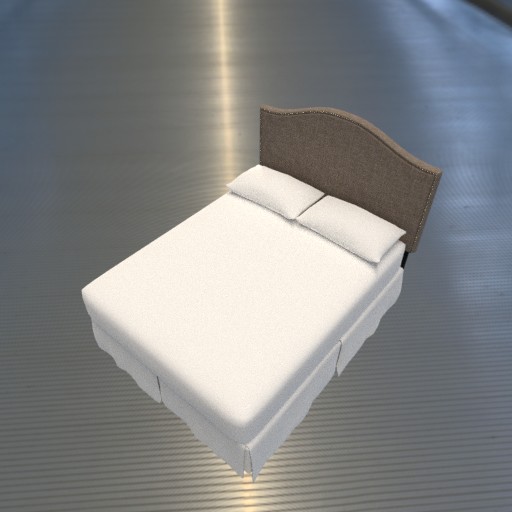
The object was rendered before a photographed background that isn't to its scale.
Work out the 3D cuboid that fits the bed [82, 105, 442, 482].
[{"bbox_3d":[0.000,0.000,3.306,1.713,1.518,2.153,30,51,28],"label":"bed"}]
